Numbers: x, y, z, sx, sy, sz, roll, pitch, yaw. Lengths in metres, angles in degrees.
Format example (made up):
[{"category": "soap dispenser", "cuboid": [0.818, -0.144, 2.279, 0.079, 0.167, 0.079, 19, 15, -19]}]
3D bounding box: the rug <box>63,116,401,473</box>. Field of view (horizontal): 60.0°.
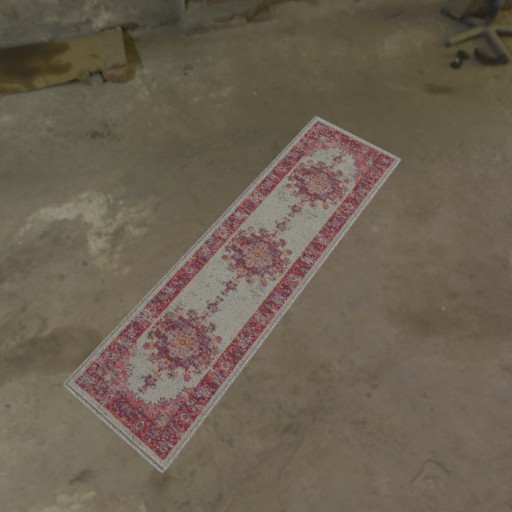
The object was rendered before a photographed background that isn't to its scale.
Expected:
[{"category": "rug", "cuboid": [0.000, 0.000, 2.529, 0.666, 0.011, 2.294, 33, 66, 17]}]
